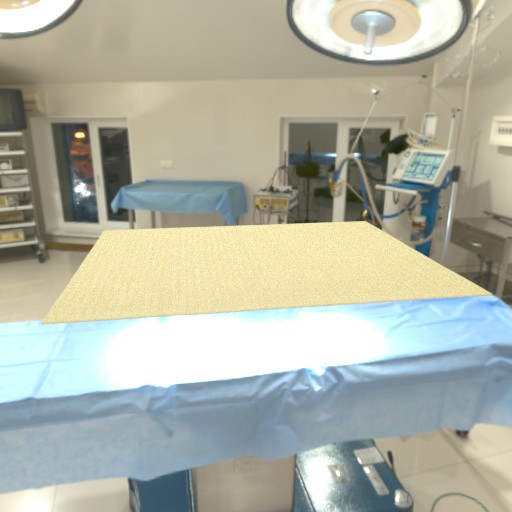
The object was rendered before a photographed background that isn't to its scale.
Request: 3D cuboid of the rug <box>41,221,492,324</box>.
[{"bbox_3d":[0.000,0.000,4.235,3.204,0.016,2.452,-3,18,-8],"label":"rug"}]
